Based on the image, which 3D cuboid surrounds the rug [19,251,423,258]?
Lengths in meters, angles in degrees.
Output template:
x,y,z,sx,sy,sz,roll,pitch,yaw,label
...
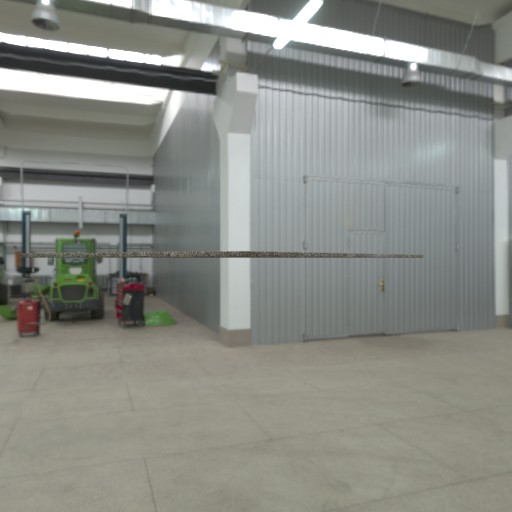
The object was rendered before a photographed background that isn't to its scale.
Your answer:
x,y,z,sx,sy,sz,roll,pitch,yaw,label
0.000,0.000,3.406,1.802,0.026,2.699,0,0,35,rug
